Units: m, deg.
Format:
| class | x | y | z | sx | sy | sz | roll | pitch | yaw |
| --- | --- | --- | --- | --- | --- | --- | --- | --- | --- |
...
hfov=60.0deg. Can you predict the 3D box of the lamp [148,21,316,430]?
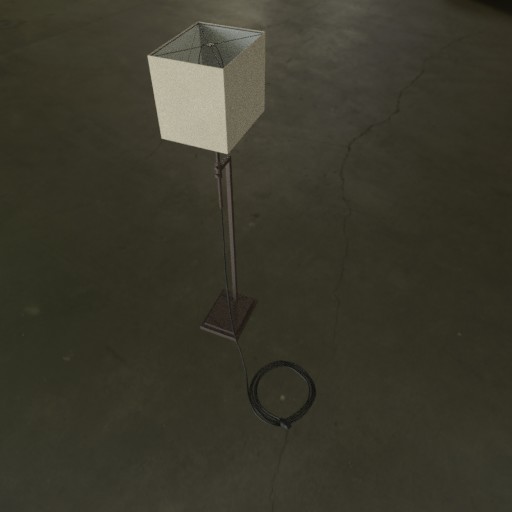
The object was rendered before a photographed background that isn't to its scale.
| class | x | y | z | sx | sy | sz | roll | pitch | yaw |
| --- | --- | --- | --- | --- | --- | --- | --- | --- | --- |
| lamp | 0.000 | 0.000 | 1.935 | 0.774 | 1.600 | 0.698 | 17 | 48 | 16 |
